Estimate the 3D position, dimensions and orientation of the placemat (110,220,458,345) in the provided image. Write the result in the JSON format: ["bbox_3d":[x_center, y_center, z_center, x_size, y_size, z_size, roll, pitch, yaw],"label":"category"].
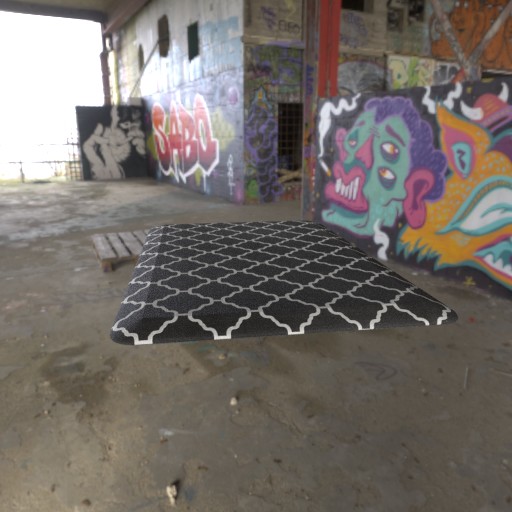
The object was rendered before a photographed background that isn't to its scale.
[{"bbox_3d":[0.000,0.000,0.966,0.508,0.021,0.762,-2,15,-8],"label":"placemat"}]
